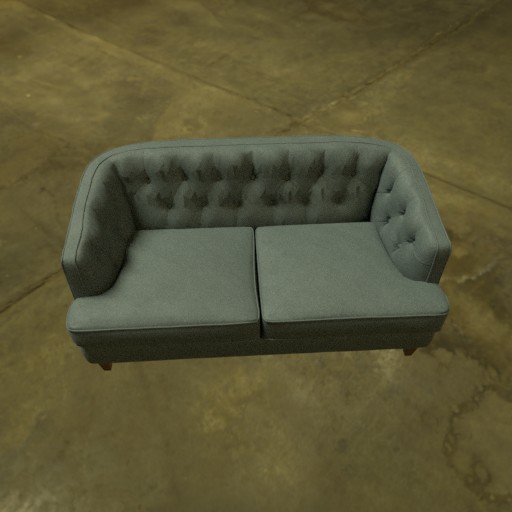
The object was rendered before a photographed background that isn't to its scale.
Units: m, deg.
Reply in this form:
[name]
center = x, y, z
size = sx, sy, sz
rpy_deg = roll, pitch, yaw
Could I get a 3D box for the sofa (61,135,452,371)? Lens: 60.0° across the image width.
[sofa]
center = 0.000, 0.000, 2.292
size = 1.733, 0.855, 0.941
rpy_deg = -2, 45, -2
